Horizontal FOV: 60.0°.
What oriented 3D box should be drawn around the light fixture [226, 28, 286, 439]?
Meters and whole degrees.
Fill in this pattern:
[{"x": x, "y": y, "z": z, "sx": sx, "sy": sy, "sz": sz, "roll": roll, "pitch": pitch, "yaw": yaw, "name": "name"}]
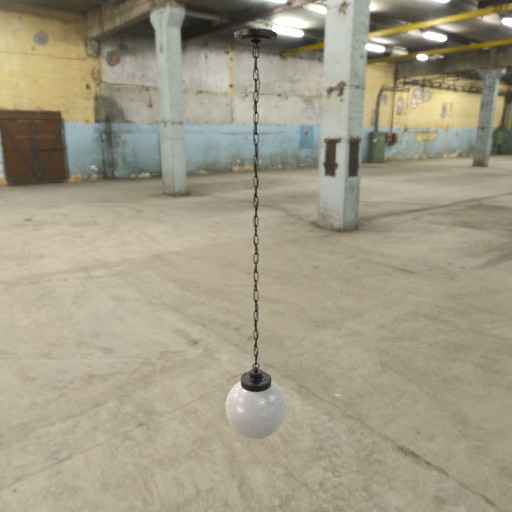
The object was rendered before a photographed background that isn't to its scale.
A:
[{"x": 0.000, "y": 0.000, "z": 2.035, "sx": 0.305, "sy": 1.867, "sz": 0.304, "roll": -2, "pitch": 15, "yaw": -10, "name": "light fixture"}]
